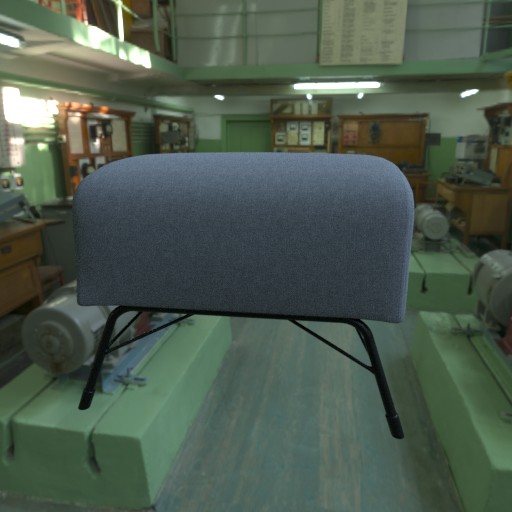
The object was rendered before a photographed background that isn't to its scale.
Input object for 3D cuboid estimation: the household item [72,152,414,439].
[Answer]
[{"bbox_3d":[0.000,0.000,0.902,0.530,0.410,0.530,2,15,8],"label":"household item"}]
